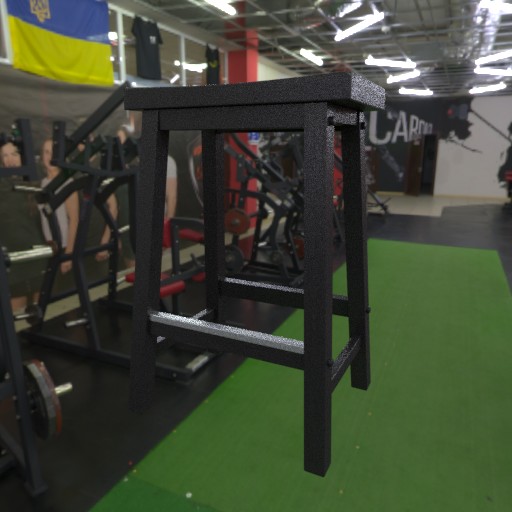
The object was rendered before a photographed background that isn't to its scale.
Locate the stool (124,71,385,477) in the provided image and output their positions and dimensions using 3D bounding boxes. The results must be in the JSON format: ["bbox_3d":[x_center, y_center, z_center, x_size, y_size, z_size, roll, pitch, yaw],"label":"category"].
[{"bbox_3d":[0.000,0.000,0.856,0.406,0.610,0.322,7,16,26],"label":"stool"}]
